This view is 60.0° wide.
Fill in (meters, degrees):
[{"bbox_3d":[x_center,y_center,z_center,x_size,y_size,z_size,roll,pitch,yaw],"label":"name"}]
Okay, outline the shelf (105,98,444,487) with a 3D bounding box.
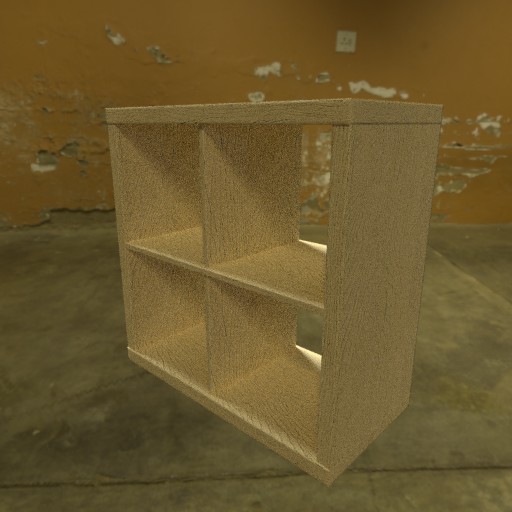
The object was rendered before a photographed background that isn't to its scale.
[{"bbox_3d":[0.000,0.000,1.231,0.790,0.786,0.390,15,22,41],"label":"shelf"}]
